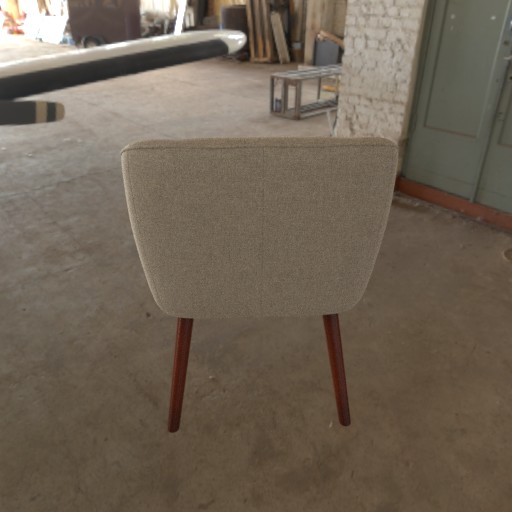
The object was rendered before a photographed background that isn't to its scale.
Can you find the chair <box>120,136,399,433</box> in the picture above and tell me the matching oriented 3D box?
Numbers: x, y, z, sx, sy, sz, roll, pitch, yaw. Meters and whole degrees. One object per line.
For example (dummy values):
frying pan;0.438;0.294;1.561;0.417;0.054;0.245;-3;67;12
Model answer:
chair;0.000;0.000;1.243;0.610;0.813;0.610;-1;30;-2
